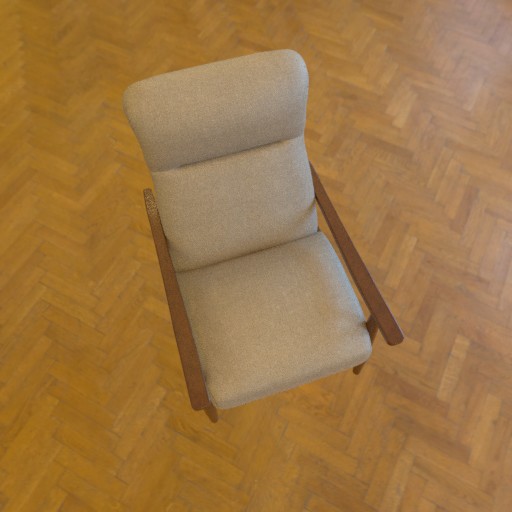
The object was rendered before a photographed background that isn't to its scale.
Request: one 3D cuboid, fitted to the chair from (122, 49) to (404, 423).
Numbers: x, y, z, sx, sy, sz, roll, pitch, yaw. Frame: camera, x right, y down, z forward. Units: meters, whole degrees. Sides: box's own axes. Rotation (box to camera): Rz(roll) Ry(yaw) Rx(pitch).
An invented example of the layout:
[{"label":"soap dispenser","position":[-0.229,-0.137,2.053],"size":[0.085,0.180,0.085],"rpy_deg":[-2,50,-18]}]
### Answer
[{"label":"chair","position":[0.000,0.000,1.781],"size":[0.762,1.082,1.030],"rpy_deg":[-16,64,-8]}]
